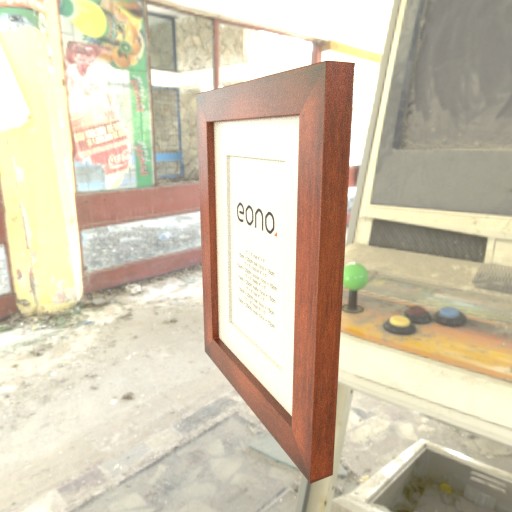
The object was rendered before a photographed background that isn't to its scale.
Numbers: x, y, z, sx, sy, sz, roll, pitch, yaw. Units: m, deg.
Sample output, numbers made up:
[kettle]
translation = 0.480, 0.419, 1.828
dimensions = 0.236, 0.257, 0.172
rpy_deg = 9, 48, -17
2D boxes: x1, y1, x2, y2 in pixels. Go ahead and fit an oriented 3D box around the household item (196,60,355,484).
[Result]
[household item]
translation = 0.000, 0.000, 0.341
dimensions = 0.020, 0.250, 0.200
rpy_deg = -7, 17, -25
